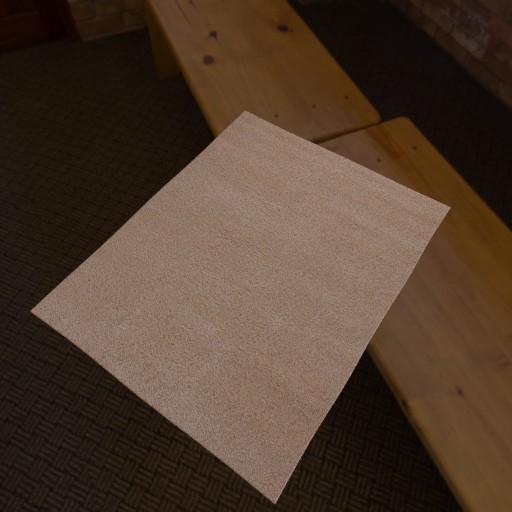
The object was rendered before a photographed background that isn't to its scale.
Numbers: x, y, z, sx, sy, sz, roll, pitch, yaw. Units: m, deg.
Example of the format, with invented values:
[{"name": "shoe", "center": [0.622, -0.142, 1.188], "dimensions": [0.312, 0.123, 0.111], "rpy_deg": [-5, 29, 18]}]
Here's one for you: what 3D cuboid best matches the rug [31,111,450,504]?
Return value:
[{"name": "rug", "center": [0.000, 0.000, 3.919], "dimensions": [2.400, 0.025, 3.000], "rpy_deg": [31, 62, 18]}]
